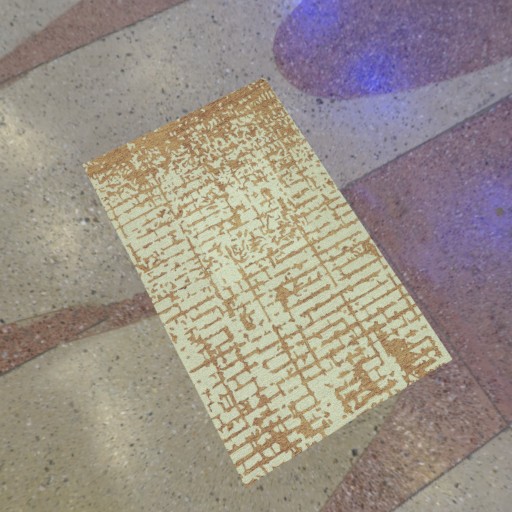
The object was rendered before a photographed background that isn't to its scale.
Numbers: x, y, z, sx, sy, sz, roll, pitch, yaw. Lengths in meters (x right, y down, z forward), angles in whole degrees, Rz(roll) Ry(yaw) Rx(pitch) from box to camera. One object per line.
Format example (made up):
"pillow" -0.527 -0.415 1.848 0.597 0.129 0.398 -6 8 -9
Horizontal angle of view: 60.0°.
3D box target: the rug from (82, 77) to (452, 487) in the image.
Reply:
"rug" 0.000 0.000 3.023 1.517 0.011 2.435 -29 76 -8
